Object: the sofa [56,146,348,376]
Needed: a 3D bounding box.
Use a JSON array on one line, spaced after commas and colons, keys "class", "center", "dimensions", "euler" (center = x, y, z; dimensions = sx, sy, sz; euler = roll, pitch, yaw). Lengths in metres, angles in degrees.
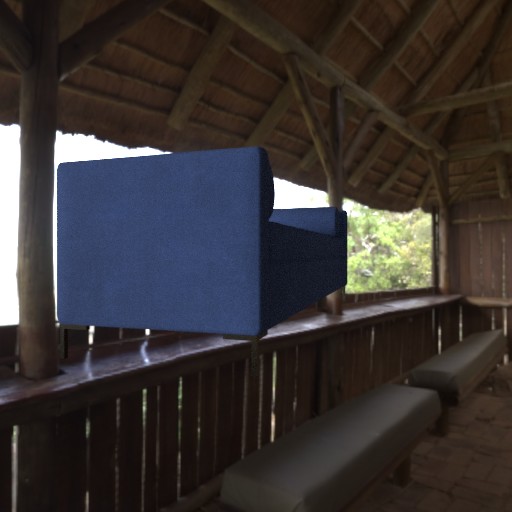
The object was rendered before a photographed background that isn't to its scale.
[{"class": "sofa", "center": [0.000, 0.000, 2.226], "dimensions": [0.686, 0.635, 1.981], "euler": [0, 0, 18]}]
